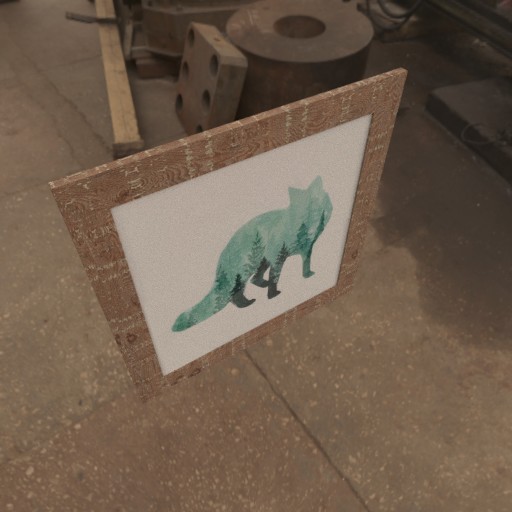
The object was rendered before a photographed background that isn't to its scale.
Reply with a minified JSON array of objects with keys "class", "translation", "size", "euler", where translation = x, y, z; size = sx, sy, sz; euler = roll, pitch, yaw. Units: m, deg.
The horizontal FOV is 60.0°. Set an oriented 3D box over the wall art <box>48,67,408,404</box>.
[{"class":"wall art","translation":[0.000,0.000,0.558],"size":[0.384,0.384,0.012],"euler":[-25,52,-21]}]
